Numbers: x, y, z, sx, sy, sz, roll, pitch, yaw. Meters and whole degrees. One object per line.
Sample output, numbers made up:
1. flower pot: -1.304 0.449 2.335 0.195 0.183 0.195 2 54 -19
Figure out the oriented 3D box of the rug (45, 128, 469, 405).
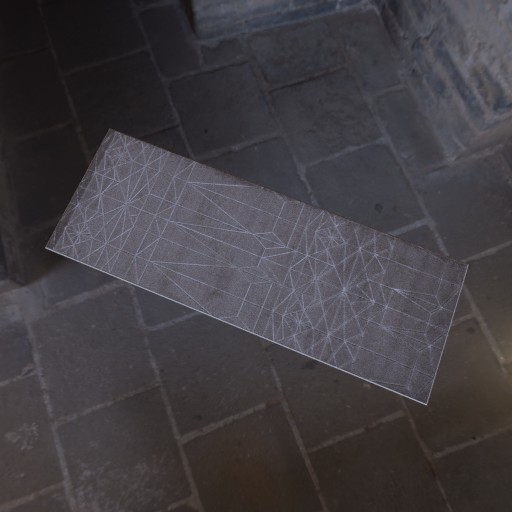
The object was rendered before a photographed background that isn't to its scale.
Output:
1. rug: 0.000 0.000 2.657 2.388 0.012 0.864 22 77 5
